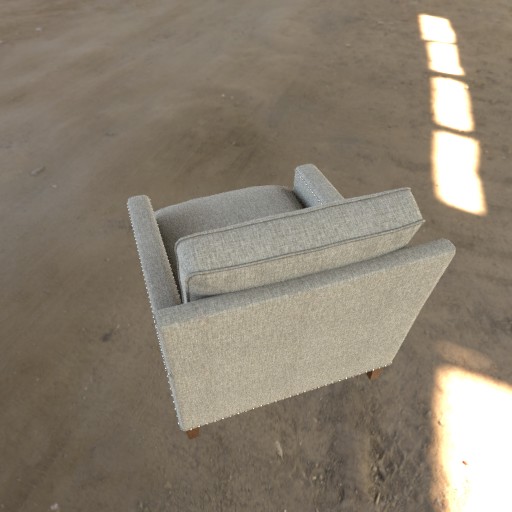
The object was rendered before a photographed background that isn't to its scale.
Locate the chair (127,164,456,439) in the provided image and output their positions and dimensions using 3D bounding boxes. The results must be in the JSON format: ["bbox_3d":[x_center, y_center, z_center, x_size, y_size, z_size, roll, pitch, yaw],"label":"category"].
[{"bbox_3d":[0.000,0.000,1.707,0.853,0.943,1.014,-13,44,-14],"label":"chair"}]
